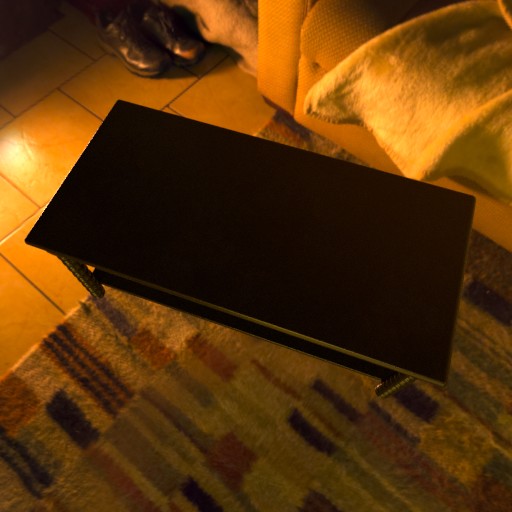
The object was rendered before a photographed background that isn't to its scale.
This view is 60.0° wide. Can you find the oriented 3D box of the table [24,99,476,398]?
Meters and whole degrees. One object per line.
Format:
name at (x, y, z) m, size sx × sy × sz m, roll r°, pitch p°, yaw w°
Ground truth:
table at (0.000, 0.000, 1.476) m, size 1.171 × 0.487 × 0.580 m, roll 18°, pitch 65°, yaw 9°
